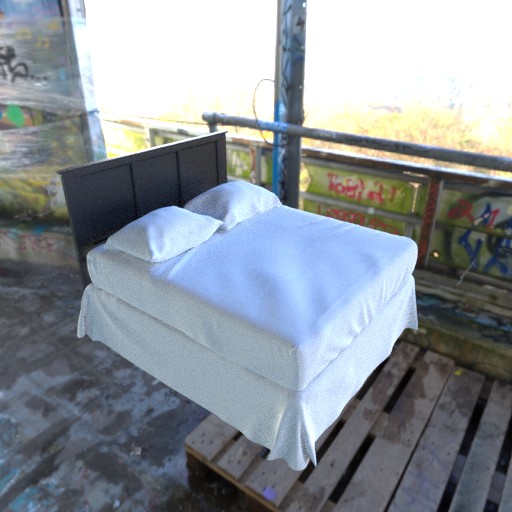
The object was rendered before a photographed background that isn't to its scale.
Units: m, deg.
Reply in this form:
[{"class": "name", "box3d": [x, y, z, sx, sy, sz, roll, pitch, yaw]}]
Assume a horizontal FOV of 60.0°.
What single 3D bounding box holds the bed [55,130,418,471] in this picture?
[{"class": "bed", "box3d": [0.000, 0.000, 3.192, 2.050, 1.270, 1.870, 19, 33, 33]}]
